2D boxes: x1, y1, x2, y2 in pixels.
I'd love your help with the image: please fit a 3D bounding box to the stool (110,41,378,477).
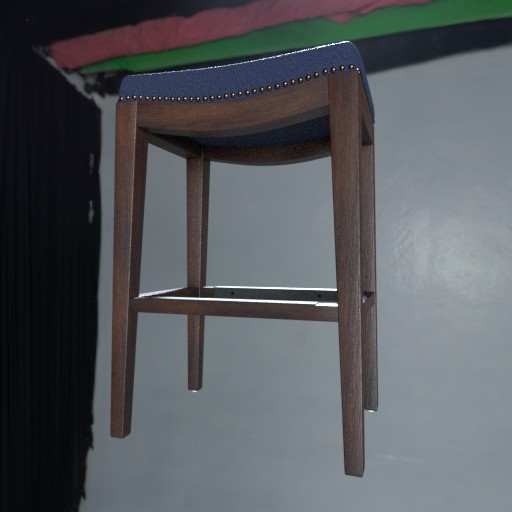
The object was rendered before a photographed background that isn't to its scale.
[{"bbox_3d":[0.000,0.000,0.978,0.498,0.740,0.358,0,0,19],"label":"stool"}]
